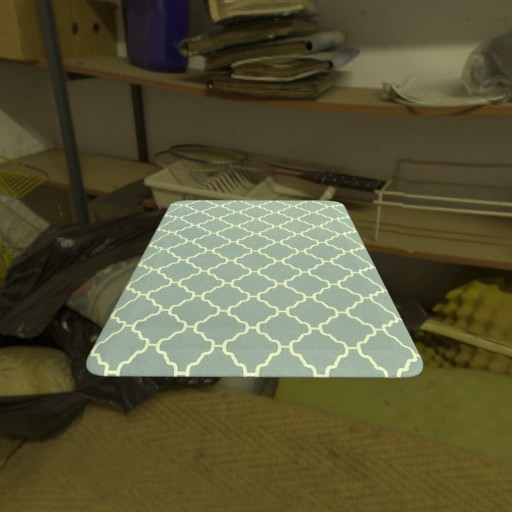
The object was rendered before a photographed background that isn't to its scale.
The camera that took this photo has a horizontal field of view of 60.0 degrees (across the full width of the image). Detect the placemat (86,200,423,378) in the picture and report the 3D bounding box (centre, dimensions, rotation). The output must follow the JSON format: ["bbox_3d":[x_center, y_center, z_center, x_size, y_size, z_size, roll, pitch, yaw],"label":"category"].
[{"bbox_3d":[0.000,0.000,0.977,0.508,0.021,0.762,0,26,0],"label":"placemat"}]
